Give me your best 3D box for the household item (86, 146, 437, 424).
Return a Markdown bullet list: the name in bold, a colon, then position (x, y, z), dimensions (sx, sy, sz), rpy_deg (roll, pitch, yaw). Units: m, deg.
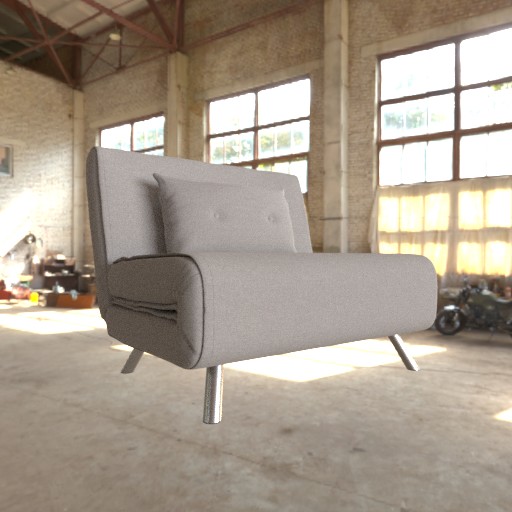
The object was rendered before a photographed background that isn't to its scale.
- **household item**: position (0.000, 0.000, 1.619), dimensions (1.000, 0.800, 0.874), rpy_deg (0, 0, -37)
